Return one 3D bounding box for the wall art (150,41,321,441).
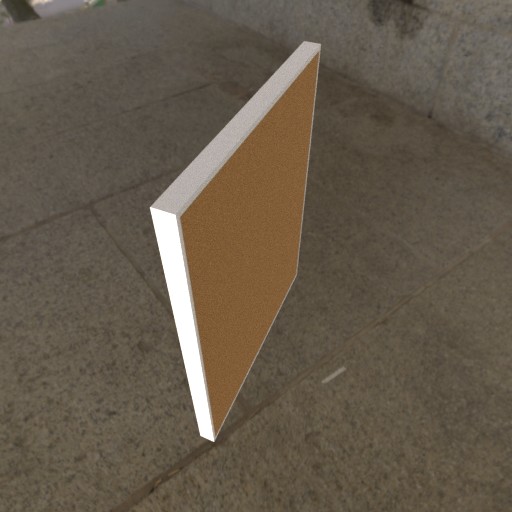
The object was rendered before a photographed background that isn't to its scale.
[{"bbox_3d":[0.000,0.000,0.756,0.030,0.549,0.443,17,49,16],"label":"wall art"}]
